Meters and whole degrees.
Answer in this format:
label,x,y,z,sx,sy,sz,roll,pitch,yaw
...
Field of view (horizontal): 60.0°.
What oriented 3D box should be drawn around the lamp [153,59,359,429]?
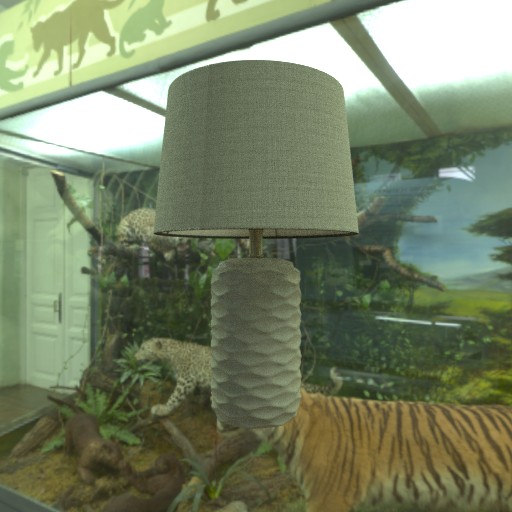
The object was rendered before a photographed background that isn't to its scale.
label,x,y,z,sx,sy,sz,roll,pitch,yaw
lamp,0.000,0.000,0.831,0.376,0.594,0.376,0,0,0
